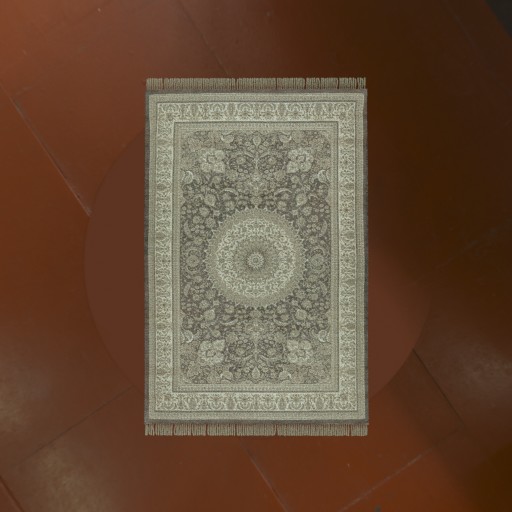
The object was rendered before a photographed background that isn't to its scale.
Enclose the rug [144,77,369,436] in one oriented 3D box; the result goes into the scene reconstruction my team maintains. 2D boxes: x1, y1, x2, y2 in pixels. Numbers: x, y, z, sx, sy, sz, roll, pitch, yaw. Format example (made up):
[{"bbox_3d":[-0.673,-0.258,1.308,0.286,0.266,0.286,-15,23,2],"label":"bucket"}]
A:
[{"bbox_3d":[0.000,0.000,4.243,2.143,0.015,3.422,0,89,0],"label":"rug"}]
